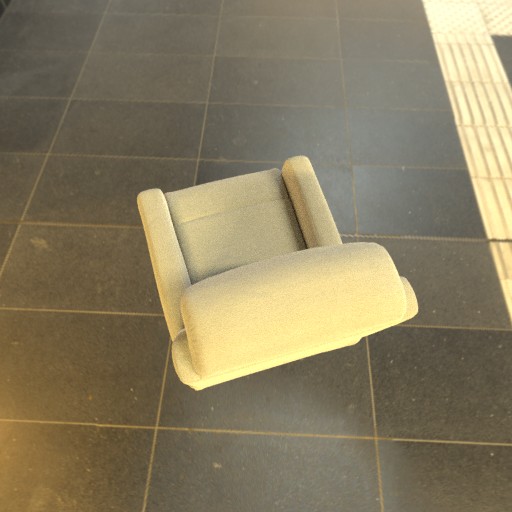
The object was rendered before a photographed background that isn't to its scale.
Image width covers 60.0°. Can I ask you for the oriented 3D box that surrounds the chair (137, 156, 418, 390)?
[{"bbox_3d":[0.000,0.000,1.714,0.798,1.013,1.043,-15,59,-9],"label":"chair"}]
